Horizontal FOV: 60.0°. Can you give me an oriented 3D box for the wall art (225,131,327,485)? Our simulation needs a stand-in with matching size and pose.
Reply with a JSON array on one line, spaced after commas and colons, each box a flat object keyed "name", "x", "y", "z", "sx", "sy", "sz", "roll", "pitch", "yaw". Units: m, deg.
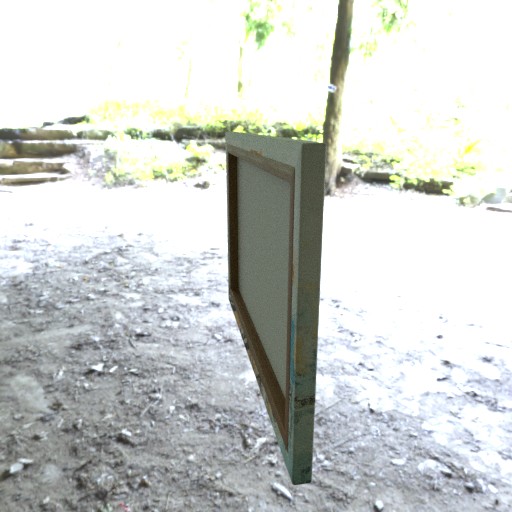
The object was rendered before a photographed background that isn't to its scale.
[{"name": "wall art", "x": 0.000, "y": 0.000, "z": 1.156, "sx": 0.038, "sy": 0.609, "sz": 0.913, "roll": -3, "pitch": 17, "yaw": -10}]
